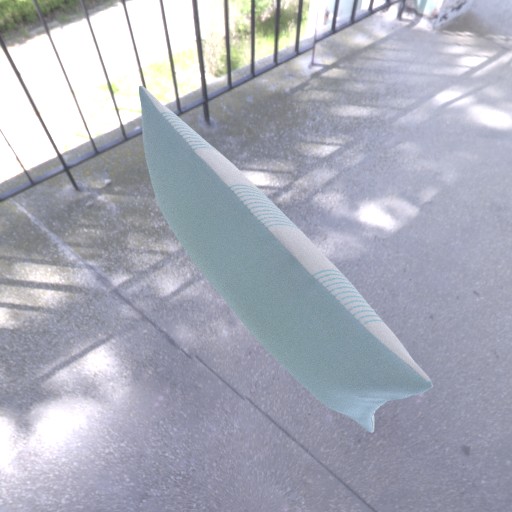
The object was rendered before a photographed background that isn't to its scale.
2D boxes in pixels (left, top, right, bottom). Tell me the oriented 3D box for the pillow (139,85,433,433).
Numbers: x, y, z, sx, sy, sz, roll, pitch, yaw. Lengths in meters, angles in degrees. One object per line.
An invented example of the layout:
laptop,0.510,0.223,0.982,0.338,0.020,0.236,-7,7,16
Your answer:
pillow,0.000,0.000,0.706,0.151,0.287,0.610,-33,64,-18
